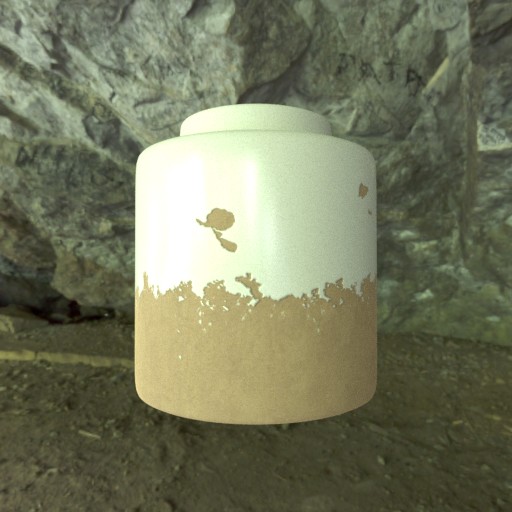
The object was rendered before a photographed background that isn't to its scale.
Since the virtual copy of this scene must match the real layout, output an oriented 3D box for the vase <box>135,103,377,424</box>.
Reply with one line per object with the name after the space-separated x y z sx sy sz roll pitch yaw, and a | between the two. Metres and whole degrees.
0.000 0.000 0.291 0.153 0.167 0.153 0 -1 0 | vase
